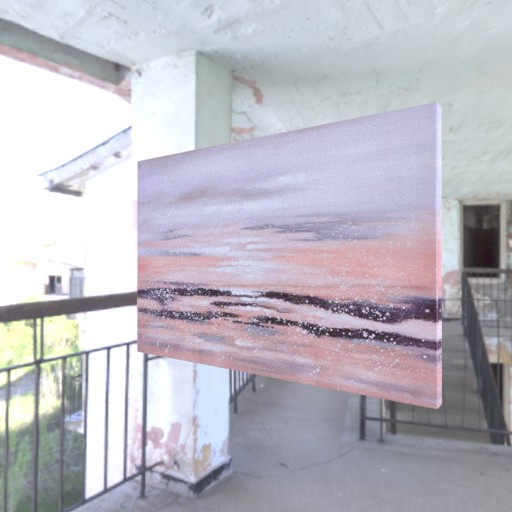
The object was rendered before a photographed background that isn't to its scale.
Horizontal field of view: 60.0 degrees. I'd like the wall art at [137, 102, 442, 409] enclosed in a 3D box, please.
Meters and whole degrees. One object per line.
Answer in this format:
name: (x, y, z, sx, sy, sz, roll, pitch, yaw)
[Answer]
wall art: (0.000, 0.000, 1.159, 0.913, 0.609, 0.038, 0, 0, 36)
